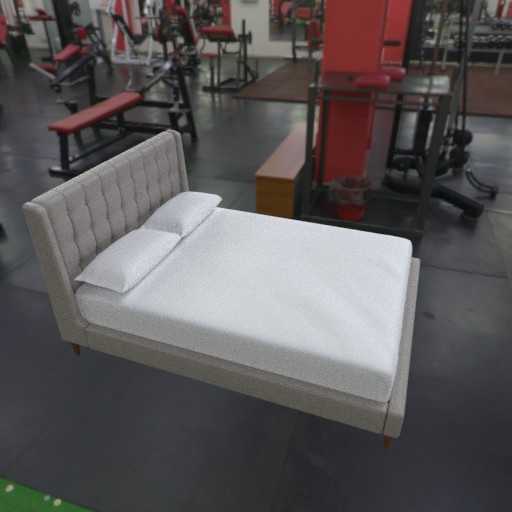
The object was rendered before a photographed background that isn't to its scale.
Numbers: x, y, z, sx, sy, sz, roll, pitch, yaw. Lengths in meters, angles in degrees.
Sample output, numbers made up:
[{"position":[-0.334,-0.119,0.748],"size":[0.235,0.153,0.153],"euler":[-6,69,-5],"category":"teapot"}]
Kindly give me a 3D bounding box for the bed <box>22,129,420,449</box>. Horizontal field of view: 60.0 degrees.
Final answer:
[{"position":[0.000,0.000,3.122],"size":[2.232,1.147,1.656],"euler":[11,33,17],"category":"bed"}]
